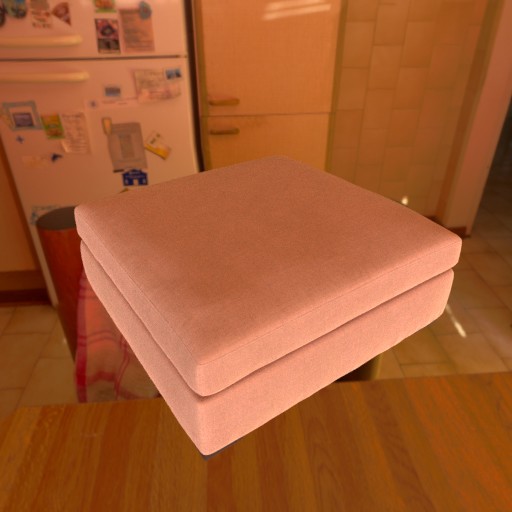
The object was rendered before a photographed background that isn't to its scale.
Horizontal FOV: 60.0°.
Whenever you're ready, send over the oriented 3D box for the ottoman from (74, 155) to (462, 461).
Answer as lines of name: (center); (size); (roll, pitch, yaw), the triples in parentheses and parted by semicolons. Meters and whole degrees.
ottoman: (0.000, 0.000, 1.882); (1.203, 0.517, 1.171); (-21, 38, -29)
